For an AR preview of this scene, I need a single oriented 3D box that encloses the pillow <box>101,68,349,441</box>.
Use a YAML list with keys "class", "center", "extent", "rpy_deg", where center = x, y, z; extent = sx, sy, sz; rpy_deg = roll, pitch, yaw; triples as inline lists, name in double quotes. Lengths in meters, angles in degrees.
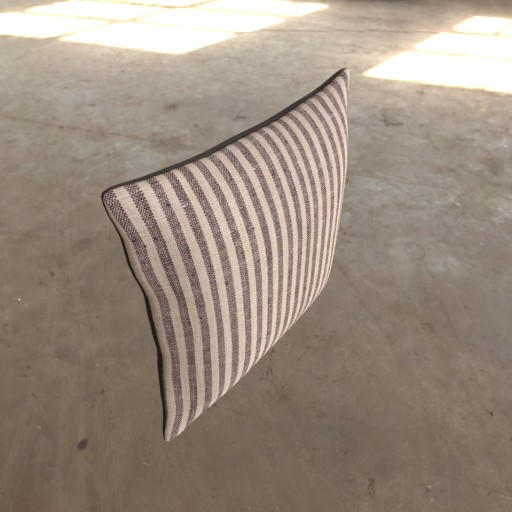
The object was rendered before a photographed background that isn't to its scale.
- class: "pillow"
  center: [0.000, 0.000, 0.774]
  extent: [0.166, 0.506, 0.523]
  rpy_deg: [27, 47, 28]
